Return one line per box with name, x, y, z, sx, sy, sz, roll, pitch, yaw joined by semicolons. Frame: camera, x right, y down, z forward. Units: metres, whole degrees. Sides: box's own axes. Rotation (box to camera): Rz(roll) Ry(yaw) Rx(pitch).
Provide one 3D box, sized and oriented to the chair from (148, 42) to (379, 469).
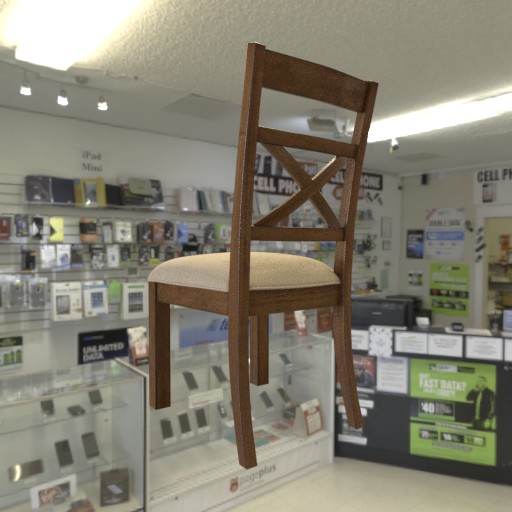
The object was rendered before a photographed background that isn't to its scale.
chair;0.000;0.000;1.300;0.461;0.949;0.581;-1;2;-36
